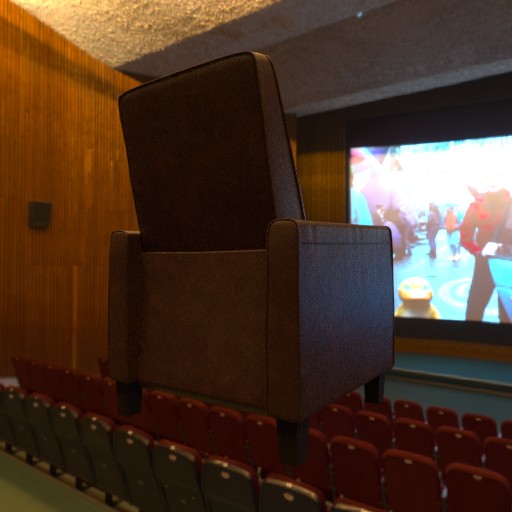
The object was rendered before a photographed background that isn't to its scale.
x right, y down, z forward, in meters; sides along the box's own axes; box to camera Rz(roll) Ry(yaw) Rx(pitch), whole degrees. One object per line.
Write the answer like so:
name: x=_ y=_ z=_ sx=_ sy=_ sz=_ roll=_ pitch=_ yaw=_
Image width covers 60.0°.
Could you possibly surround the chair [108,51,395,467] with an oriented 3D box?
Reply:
chair: x=0.000 y=0.000 z=1.486 sx=0.705 sy=1.013 sz=0.746 roll=-1 pitch=-2 yaw=35
